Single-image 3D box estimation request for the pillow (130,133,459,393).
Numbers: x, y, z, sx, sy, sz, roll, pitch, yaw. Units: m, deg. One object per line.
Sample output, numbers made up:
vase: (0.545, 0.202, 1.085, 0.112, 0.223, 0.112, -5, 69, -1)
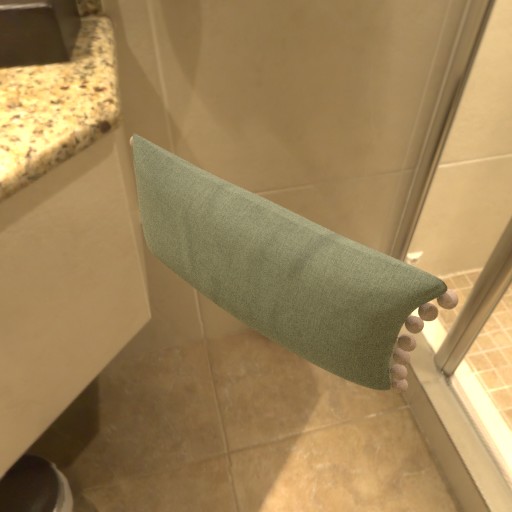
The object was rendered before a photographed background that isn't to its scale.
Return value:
pillow: (0.000, 0.000, 0.860, 0.709, 0.322, 0.201, 30, 53, 26)
